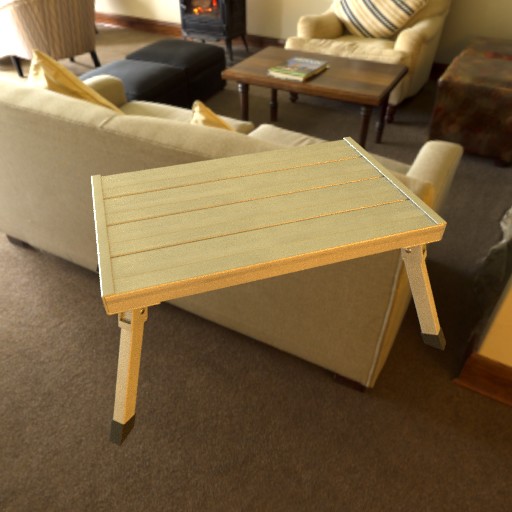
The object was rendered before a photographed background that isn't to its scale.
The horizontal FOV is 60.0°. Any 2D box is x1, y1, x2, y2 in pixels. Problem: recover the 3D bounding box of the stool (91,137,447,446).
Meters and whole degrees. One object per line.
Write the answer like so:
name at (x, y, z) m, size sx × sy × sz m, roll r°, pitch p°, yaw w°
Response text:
stool at (0.000, 0.000, 0.722) m, size 0.535 × 0.225 × 0.385 m, roll -12°, pitch 41°, yaw -14°
